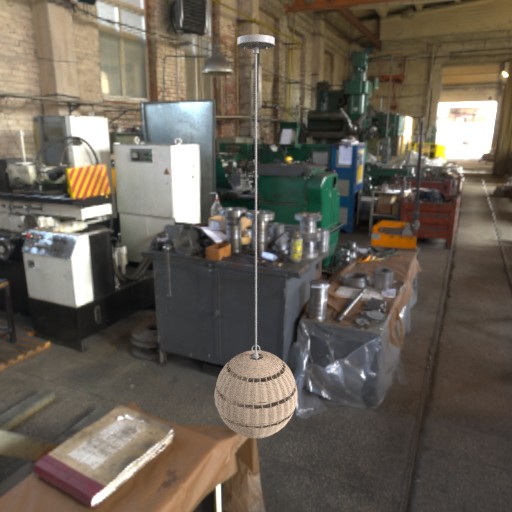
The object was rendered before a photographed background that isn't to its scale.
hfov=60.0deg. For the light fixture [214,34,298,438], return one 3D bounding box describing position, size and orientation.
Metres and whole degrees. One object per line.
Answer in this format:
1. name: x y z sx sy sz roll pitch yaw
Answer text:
1. light fixture: 0.000 0.000 2.249 0.457 2.019 0.457 -2 15 -8
